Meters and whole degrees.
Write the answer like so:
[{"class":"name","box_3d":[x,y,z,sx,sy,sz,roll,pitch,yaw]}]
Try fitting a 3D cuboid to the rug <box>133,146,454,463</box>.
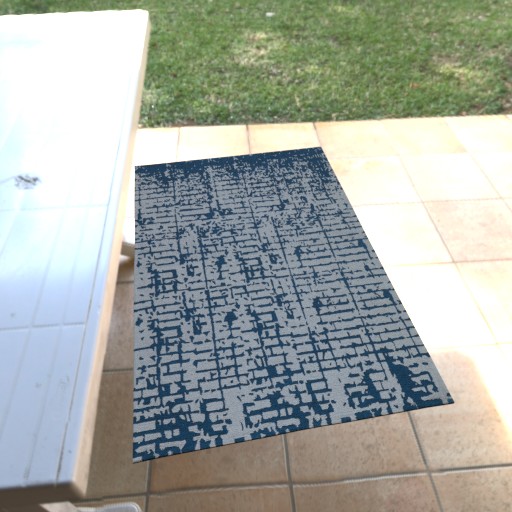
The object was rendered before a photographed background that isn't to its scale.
[{"class":"rug","box_3d":[0.000,0.000,2.254,1.220,0.007,1.828,-8,47,-7]}]
